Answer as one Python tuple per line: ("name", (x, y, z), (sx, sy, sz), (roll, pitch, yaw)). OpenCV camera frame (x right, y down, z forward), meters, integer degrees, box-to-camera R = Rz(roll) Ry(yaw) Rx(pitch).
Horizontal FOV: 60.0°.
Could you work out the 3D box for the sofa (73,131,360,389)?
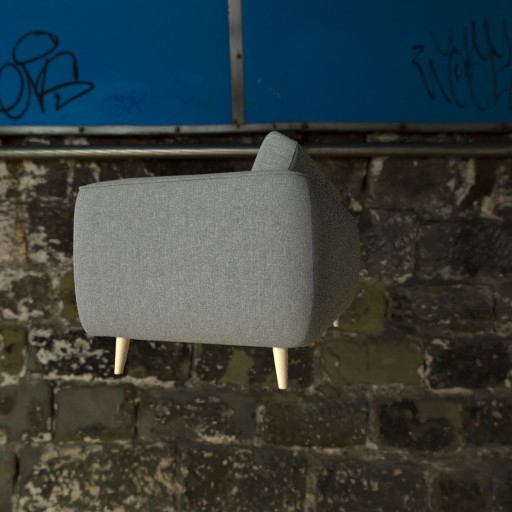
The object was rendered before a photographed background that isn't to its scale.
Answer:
("sofa", (0.000, 0.000, 2.201), (0.920, 0.870, 1.700), (0, 0, 17))
